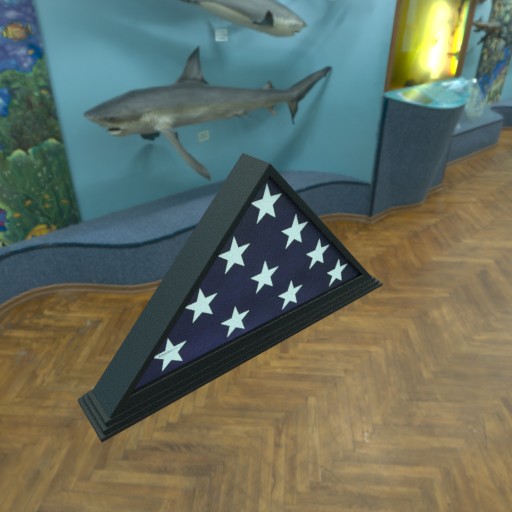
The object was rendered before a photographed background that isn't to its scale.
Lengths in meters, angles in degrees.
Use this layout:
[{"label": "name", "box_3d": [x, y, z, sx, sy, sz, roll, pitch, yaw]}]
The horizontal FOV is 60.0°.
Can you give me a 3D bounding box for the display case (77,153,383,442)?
[{"label": "display case", "box_3d": [0.000, 0.000, 0.751, 0.640, 0.340, 0.095, -22, 37, -33]}]
